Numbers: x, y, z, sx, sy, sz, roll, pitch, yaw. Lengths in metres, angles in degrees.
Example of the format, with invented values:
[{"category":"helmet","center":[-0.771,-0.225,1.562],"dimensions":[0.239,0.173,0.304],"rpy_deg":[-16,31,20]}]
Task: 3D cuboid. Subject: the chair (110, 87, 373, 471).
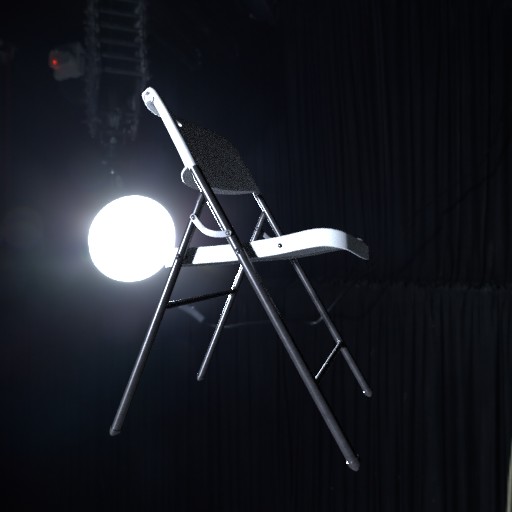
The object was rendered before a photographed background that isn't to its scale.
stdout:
[{"category":"chair","center":[0.000,0.000,1.150],"dimensions":[0.566,0.810,0.494],"rpy_deg":[0,0,17]}]
